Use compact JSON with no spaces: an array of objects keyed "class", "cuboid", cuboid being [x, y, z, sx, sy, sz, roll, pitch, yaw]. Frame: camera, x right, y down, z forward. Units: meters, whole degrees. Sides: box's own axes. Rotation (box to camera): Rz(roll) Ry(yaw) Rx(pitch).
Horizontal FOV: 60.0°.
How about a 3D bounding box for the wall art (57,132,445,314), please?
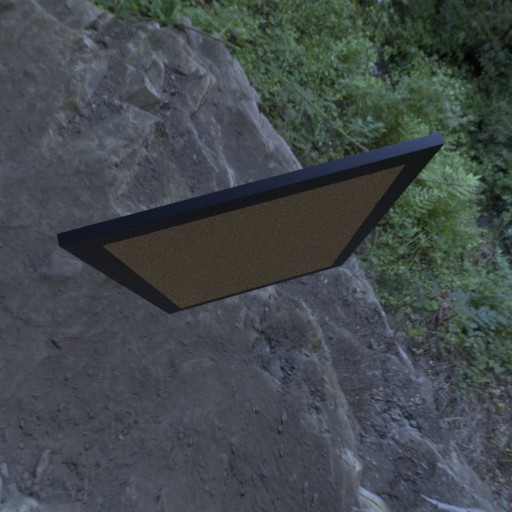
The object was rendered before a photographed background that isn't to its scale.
[{"class":"wall art","cuboid":[0.000,0.000,0.680,0.381,0.534,0.013,-15,76,-4]}]
